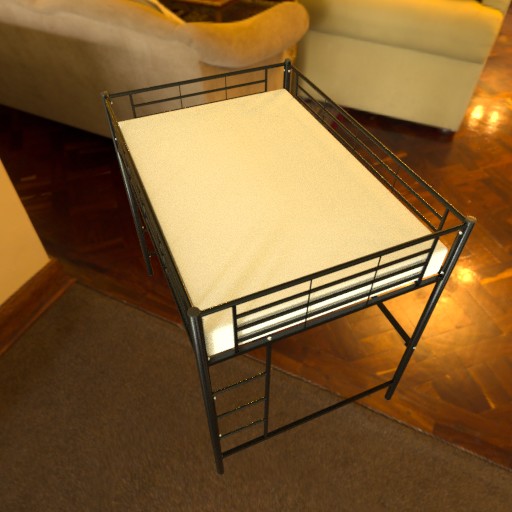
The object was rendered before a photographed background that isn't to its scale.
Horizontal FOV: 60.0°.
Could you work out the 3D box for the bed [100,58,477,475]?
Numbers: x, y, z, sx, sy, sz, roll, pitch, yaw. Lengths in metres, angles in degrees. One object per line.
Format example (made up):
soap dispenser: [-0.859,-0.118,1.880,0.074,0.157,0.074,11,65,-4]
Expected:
bed: [0.000,0.000,3.143,1.397,1.803,1.994,-17,49,-16]
